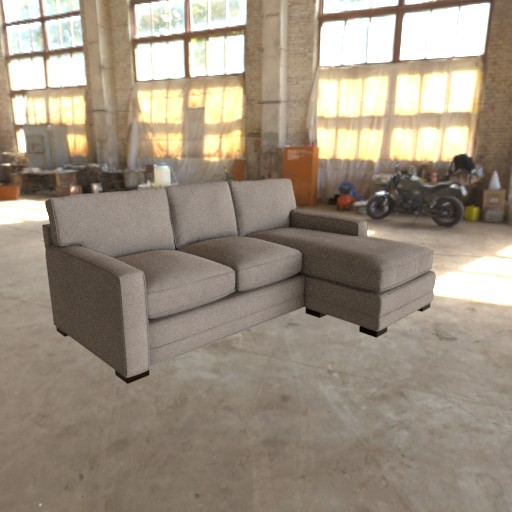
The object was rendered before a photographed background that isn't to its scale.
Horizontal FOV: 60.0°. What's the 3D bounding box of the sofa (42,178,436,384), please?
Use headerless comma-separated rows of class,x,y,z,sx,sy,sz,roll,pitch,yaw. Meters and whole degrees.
sofa,0.000,0.000,2.856,2.087,0.861,1.496,-14,20,-43
